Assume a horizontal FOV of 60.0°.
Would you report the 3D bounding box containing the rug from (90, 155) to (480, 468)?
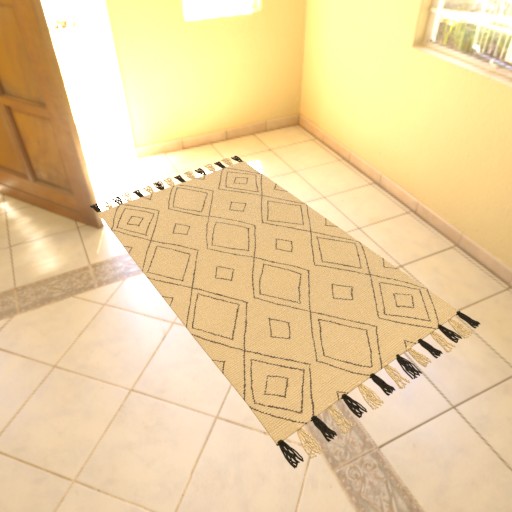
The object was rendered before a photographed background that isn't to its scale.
[{"bbox_3d":[0.000,0.000,3.274,1.524,0.021,2.755,-25,47,-26],"label":"rug"}]
